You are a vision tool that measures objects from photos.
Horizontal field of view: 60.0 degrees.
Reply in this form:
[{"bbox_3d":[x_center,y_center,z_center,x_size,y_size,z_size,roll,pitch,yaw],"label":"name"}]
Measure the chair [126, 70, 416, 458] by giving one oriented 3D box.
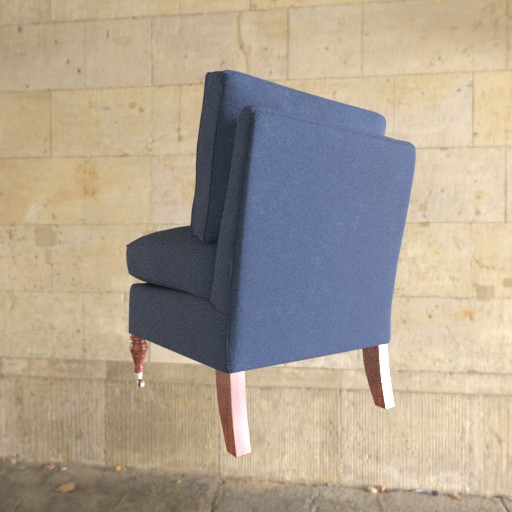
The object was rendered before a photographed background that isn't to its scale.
[{"bbox_3d":[0.000,0.000,1.651,0.724,1.052,0.912,0,1,-36],"label":"chair"}]
